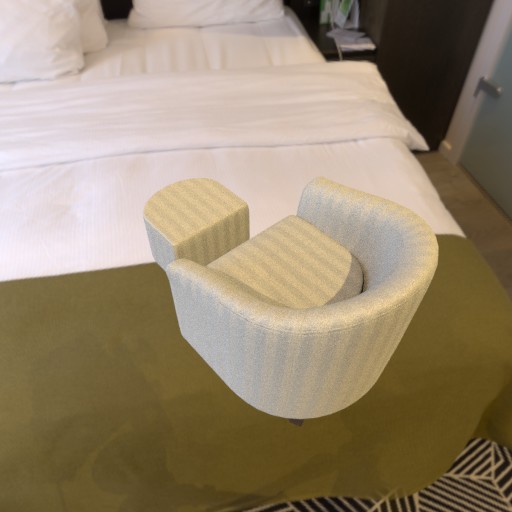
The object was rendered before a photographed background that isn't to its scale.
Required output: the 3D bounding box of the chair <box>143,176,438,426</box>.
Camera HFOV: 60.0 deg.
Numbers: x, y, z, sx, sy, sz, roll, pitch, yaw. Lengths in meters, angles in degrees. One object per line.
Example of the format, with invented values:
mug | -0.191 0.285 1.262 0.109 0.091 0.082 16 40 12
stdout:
chair | 0.000 0.000 1.765 0.756 0.757 1.288 -33 54 -27
